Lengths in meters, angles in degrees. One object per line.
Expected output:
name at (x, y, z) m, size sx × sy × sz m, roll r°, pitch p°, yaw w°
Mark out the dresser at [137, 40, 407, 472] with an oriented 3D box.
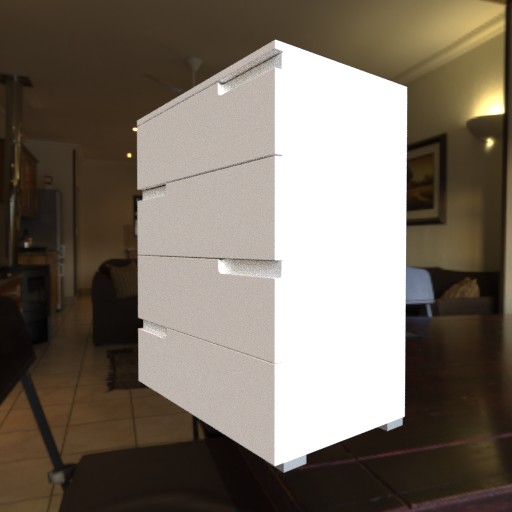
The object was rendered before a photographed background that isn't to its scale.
dresser at (0.000, 0.000, 1.190) m, size 0.400 × 0.800 × 0.650 m, roll -1°, pitch 2°, yaw -37°
